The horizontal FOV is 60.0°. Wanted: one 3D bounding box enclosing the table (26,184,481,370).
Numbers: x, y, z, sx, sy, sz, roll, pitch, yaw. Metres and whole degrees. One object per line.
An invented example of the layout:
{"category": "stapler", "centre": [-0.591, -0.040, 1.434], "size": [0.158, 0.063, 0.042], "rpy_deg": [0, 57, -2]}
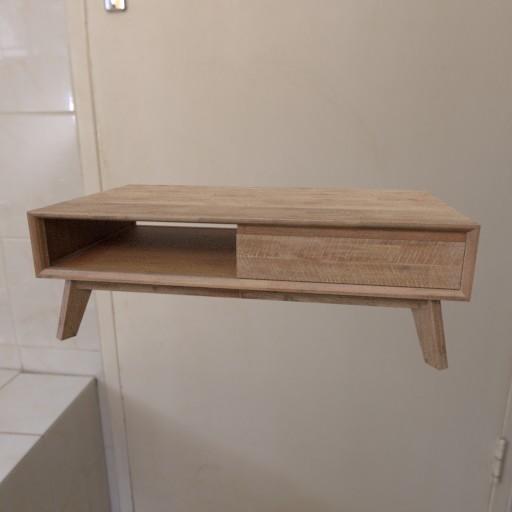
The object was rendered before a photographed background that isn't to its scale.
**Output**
{"category": "table", "centre": [0.000, 0.000, 2.060], "size": [1.619, 0.531, 0.918], "rpy_deg": [2, 16, 9]}
